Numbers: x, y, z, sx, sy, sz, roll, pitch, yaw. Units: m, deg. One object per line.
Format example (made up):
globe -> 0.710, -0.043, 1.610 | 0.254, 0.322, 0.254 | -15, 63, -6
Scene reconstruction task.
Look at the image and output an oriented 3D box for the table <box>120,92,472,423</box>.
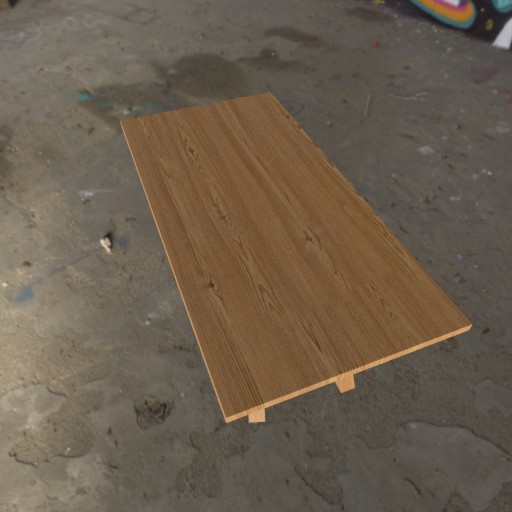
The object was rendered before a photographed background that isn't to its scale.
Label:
table -> 0.000, 0.000, 2.261 | 0.901, 0.750, 1.797 | -16, 49, -14
